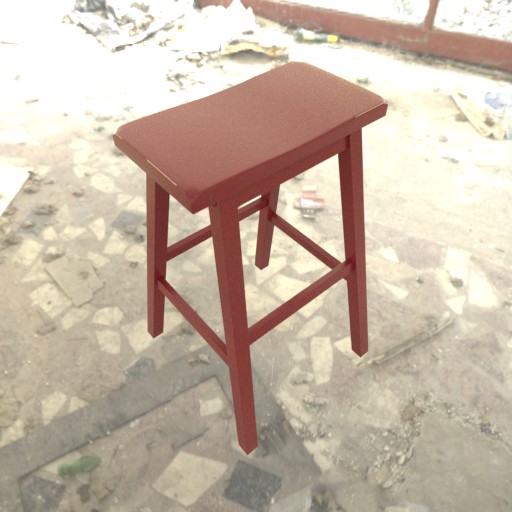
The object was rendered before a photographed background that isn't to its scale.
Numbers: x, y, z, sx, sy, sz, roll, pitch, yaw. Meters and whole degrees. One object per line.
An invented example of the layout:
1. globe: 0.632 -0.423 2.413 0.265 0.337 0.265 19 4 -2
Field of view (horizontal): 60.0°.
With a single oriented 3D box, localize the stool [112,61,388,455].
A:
1. stool: 0.000 0.000 1.053 0.457 0.737 0.476 -31 54 -26
